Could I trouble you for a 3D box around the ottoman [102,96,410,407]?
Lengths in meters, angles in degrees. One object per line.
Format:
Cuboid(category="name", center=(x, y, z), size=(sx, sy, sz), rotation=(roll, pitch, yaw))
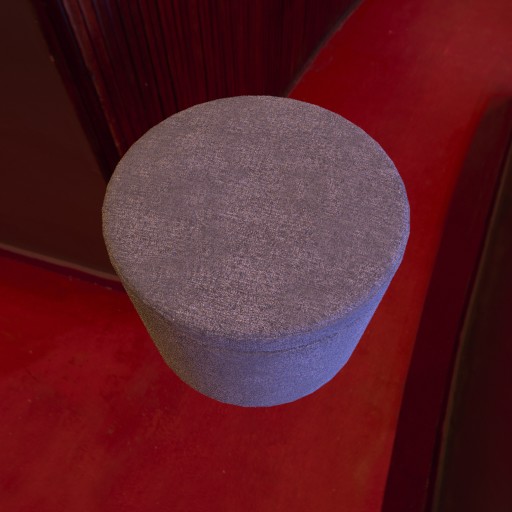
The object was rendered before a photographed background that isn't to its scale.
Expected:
Cuboid(category="ottoman", center=(0.000, 0.000, 0.881), size=(0.500, 0.419, 0.500), rotation=(0, 58, 0))
